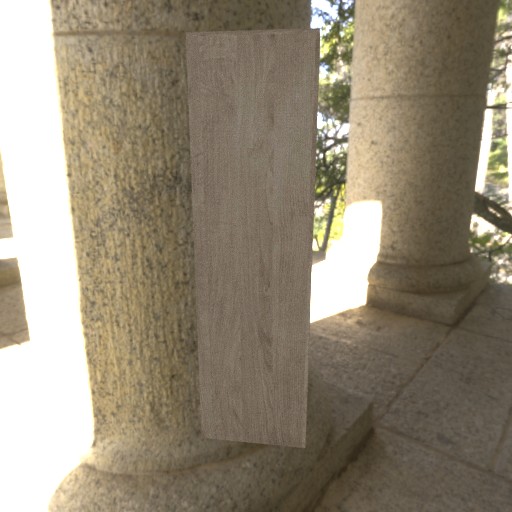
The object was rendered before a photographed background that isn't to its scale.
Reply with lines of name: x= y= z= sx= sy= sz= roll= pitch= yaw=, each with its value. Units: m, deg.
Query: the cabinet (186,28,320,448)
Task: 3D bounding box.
cabinet: x=0.000 y=0.000 z=1.984 sx=0.500 sy=1.790 sz=0.230 roll=2 pitch=16 yaw=8
